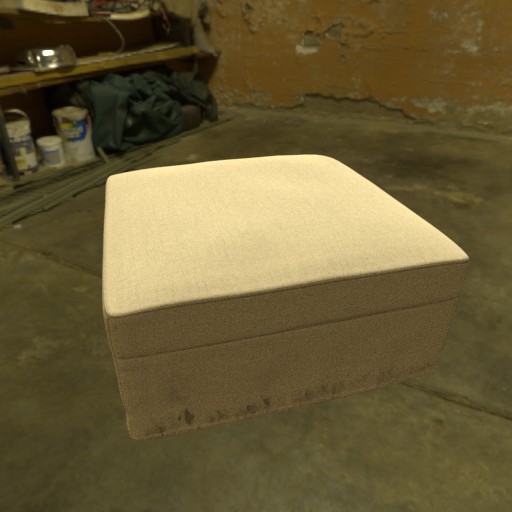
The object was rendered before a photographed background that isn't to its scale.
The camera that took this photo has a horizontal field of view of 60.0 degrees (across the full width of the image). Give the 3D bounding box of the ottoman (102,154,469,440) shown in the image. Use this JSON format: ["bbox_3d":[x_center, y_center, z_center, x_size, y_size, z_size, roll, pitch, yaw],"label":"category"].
[{"bbox_3d":[0.000,0.000,1.350,0.843,0.436,0.840,-8,31,-14],"label":"ottoman"}]
